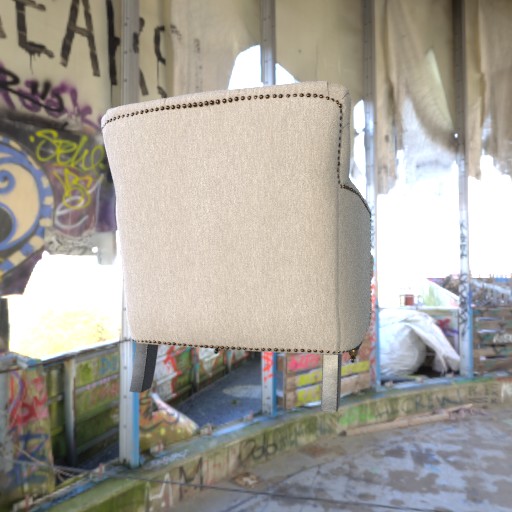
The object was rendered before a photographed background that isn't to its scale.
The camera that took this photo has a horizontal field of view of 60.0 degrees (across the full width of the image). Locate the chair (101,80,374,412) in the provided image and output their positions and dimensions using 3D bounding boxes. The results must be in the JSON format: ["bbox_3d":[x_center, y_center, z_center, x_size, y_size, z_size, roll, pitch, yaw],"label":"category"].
[{"bbox_3d":[0.000,0.000,1.512,0.737,0.823,0.902,-1,-2,18],"label":"chair"}]
